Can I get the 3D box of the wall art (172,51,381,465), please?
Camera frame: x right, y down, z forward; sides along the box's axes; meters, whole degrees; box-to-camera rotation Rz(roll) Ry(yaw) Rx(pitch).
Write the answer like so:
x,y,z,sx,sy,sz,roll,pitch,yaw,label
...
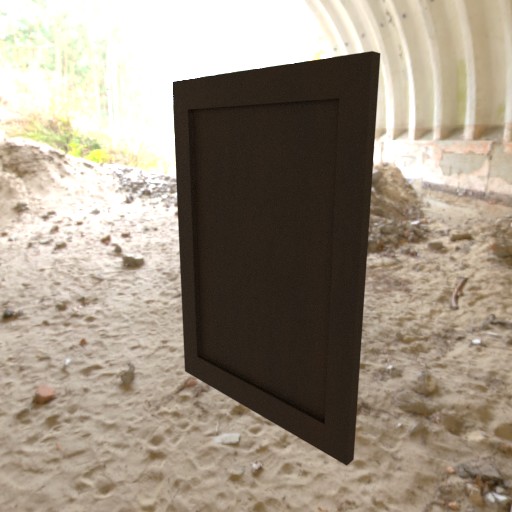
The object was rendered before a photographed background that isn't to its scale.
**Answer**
x,y,z,sx,sy,sz,roll,pitch,yaw,label
0.000,0.000,0.657,0.359,0.513,0.017,14,20,43,wall art
